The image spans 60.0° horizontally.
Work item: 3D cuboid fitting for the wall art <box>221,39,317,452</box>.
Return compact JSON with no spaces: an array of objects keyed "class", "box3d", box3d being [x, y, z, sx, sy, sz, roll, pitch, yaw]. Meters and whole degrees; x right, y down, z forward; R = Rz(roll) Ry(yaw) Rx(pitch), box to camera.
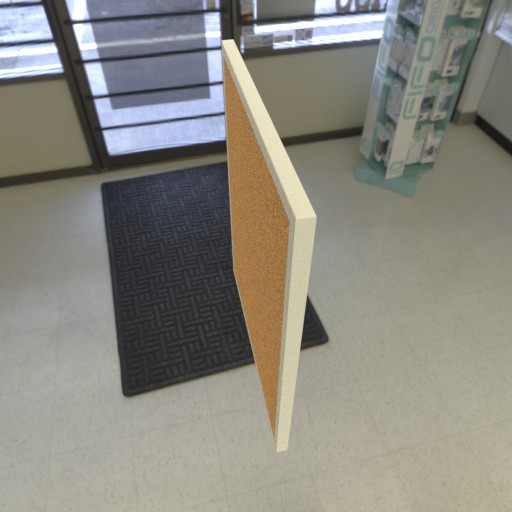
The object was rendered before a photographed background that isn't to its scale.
[{"class":"wall art","box3d":[0.000,0.000,0.741,0.020,0.536,0.444,-8,46,-8]}]
